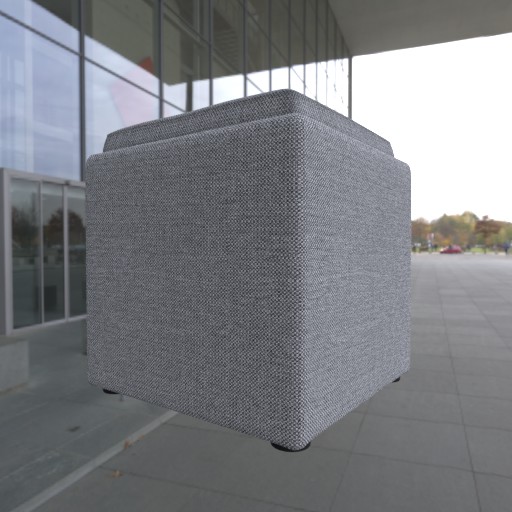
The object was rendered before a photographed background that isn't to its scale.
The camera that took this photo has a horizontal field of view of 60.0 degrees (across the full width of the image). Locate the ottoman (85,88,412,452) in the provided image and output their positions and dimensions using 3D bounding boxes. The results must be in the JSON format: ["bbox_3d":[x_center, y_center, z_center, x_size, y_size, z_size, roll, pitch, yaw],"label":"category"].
[{"bbox_3d":[0.000,0.000,0.840,0.454,0.487,0.436,1,2,36],"label":"ottoman"}]
